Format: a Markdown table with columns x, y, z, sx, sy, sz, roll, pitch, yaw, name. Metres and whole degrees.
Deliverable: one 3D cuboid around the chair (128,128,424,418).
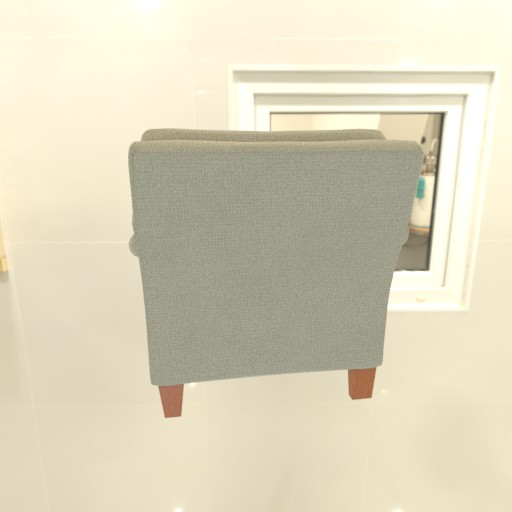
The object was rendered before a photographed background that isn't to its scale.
| x | y | z | sx | sy | sz | roll | pitch | yaw | name |
| --- | --- | --- | --- | --- | --- | --- | --- | --- | --- |
| 0.000 | 0.000 | 1.891 | 0.955 | 1.038 | 1.070 | -2 | 15 | -9 | chair |
